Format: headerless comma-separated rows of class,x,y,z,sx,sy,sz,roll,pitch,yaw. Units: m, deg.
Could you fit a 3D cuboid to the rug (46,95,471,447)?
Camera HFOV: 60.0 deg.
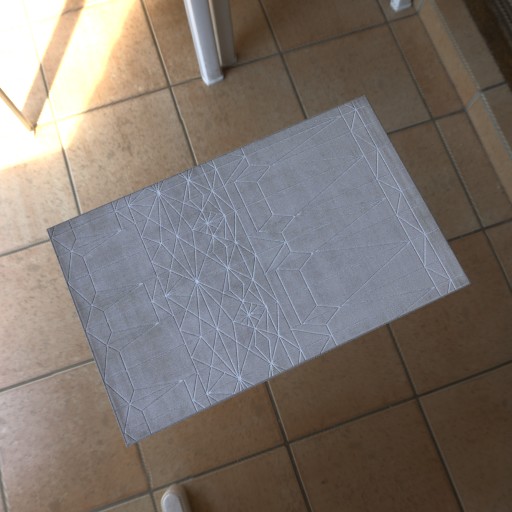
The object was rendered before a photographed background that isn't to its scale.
rug,0.000,0.000,2.972,2.438,0.012,1.524,-24,79,-5
